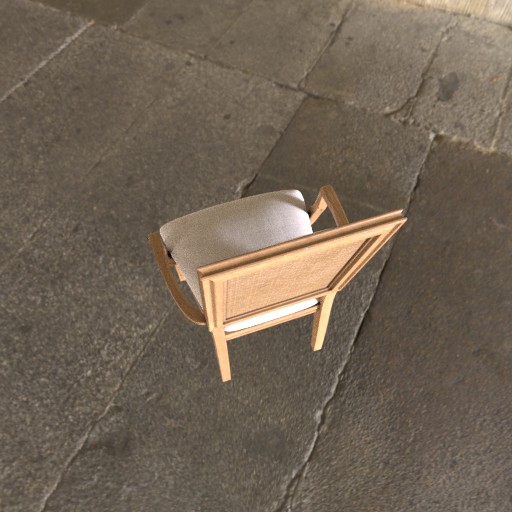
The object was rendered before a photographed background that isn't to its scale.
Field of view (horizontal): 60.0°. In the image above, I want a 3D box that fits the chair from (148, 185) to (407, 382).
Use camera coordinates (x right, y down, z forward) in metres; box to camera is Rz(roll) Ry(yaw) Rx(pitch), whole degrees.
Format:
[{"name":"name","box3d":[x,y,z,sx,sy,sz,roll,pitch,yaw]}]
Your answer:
[{"name":"chair","box3d":[0.000,0.000,1.393,0.606,0.990,0.602,-16,60,-10]}]
